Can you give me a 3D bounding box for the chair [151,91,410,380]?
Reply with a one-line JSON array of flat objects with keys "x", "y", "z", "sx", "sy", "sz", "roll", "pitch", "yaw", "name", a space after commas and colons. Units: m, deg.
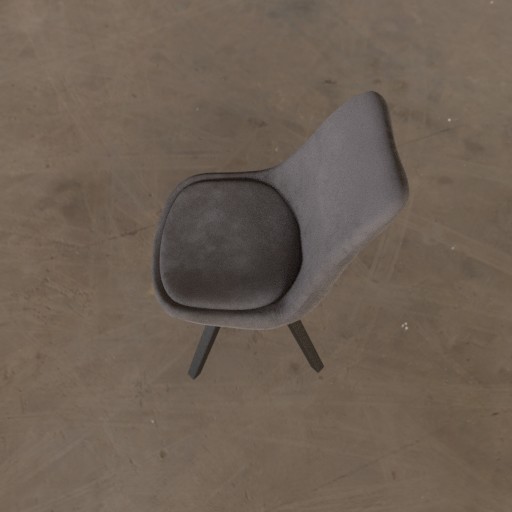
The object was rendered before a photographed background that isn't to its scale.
[{"x": 0.000, "y": 0.000, "z": 1.202, "sx": 0.550, "sy": 0.850, "sz": 0.476, "roll": -1, "pitch": 59, "yaw": -1, "name": "chair"}]
